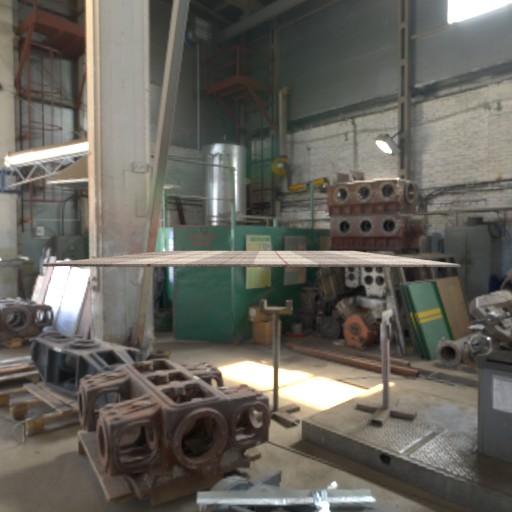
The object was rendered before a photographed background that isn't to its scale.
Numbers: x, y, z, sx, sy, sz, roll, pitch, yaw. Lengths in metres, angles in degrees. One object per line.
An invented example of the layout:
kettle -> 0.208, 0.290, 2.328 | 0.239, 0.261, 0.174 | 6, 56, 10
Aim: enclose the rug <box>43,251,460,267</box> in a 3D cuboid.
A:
rug -> 0.000, 0.000, 3.934 | 2.317, 0.016, 2.959 | 0, 2, 2
